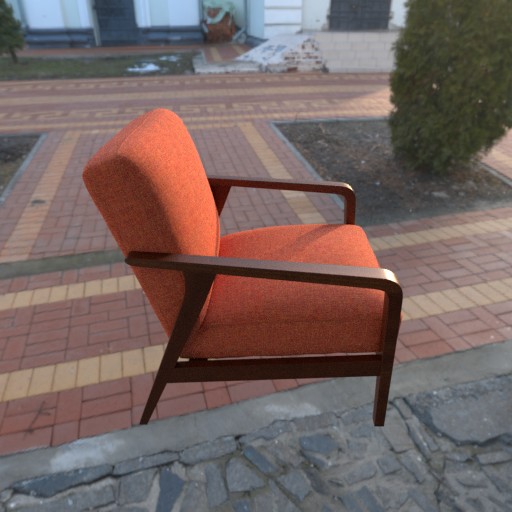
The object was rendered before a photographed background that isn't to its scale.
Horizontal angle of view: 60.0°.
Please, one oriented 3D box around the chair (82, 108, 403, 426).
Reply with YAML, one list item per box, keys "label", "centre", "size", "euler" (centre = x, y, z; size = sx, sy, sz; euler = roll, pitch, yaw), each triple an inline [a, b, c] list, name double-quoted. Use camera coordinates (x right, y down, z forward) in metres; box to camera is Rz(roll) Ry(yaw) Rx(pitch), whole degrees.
- label: "chair"
  centre: [0.000, 0.000, 1.508]
  size: [0.860, 0.890, 0.719]
  euler: [0, 29, 1]
